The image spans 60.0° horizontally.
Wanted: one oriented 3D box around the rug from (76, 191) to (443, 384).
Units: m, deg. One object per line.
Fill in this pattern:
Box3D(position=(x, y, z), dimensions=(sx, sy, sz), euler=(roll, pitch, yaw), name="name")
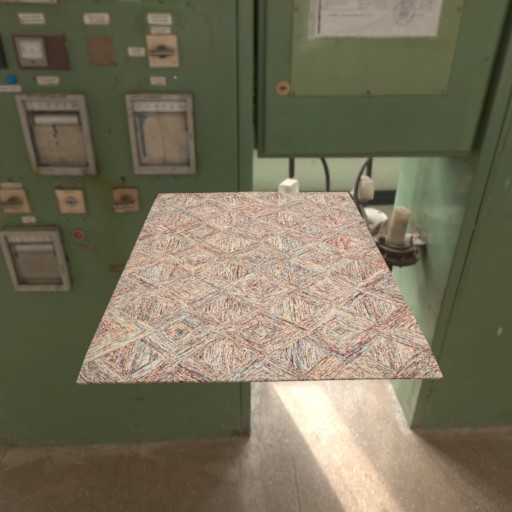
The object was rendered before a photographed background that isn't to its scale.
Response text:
Box3D(position=(0.000, 0.000, 4.280), dimensions=(2.436, 0.024, 3.226), euler=(-1, 30, -1), name="rug")
